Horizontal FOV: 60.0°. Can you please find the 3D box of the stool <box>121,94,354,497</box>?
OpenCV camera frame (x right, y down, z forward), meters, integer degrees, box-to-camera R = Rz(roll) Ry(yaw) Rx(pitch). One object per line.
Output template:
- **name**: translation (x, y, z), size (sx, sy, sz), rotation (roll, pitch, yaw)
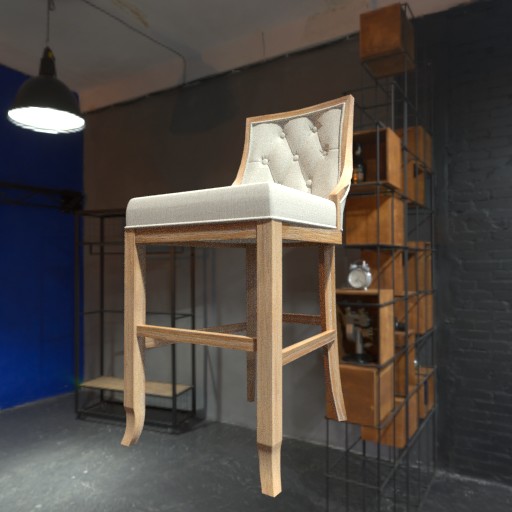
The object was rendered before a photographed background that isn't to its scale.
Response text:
- **stool**: translation (0.000, 0.000, 1.406), size (0.524, 1.101, 0.626), rotation (-1, -1, 34)
